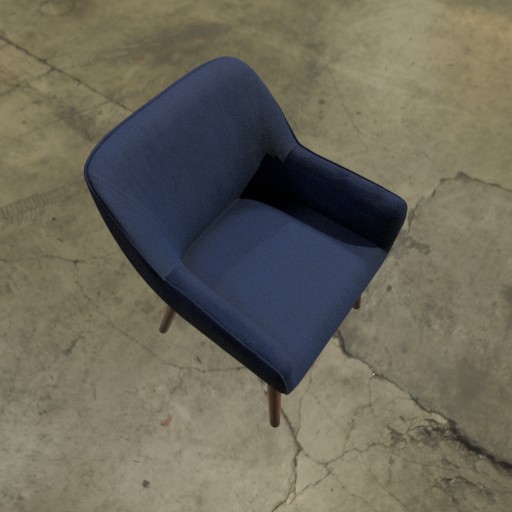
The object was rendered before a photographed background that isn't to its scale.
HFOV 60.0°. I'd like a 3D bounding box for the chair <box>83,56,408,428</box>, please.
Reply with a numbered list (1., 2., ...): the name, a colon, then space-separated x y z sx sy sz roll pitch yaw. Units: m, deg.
1. chair: 0.000 0.000 1.269 0.600 0.820 0.600 32 63 19
